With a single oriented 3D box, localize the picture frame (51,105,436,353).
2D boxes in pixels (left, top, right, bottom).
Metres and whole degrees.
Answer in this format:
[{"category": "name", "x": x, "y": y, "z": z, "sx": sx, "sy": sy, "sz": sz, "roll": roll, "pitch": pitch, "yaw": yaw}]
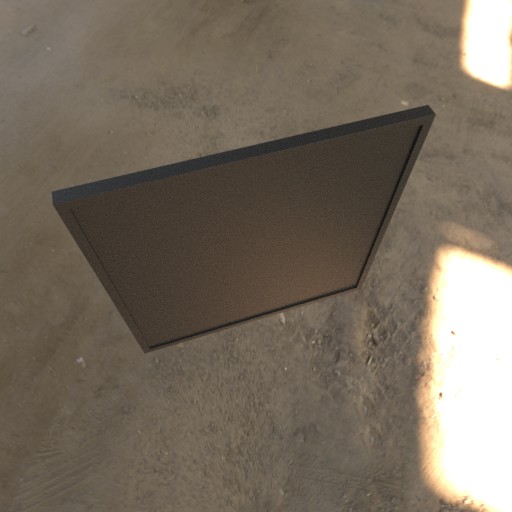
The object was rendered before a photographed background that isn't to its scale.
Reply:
[{"category": "picture frame", "x": 0.000, "y": 0.000, "z": 1.192, "sx": 0.775, "sy": 0.775, "sz": 0.032, "roll": -15, "pitch": 59, "yaw": -9}]
